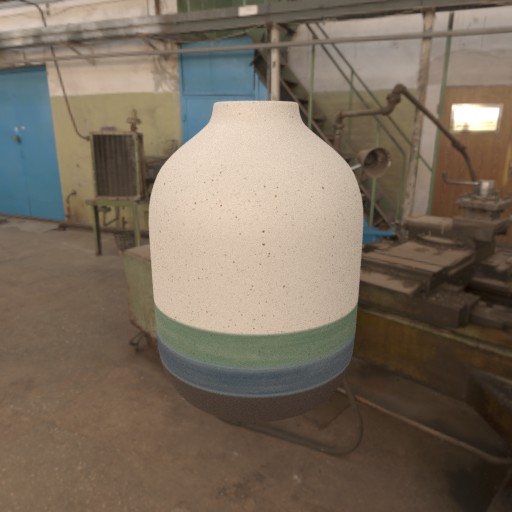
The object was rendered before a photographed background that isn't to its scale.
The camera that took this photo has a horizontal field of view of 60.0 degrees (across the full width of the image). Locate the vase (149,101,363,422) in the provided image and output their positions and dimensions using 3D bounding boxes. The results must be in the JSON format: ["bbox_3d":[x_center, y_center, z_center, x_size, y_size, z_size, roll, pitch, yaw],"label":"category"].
[{"bbox_3d":[0.000,0.000,0.367,0.169,0.240,0.169,0,17,0],"label":"vase"}]
